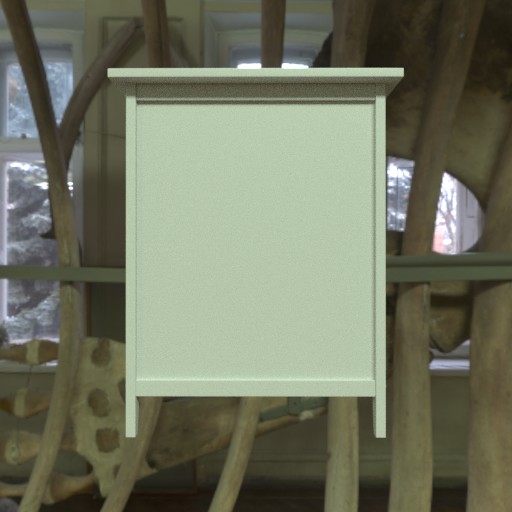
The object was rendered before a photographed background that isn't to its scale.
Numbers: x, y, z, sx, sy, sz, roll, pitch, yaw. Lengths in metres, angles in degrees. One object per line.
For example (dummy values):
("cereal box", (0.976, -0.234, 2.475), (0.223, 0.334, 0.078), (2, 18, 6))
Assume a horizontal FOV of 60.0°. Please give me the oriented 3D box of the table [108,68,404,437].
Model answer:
("table", (0.000, 0.000, 0.759), (0.381, 0.483, 0.381), (0, 0, 0))
